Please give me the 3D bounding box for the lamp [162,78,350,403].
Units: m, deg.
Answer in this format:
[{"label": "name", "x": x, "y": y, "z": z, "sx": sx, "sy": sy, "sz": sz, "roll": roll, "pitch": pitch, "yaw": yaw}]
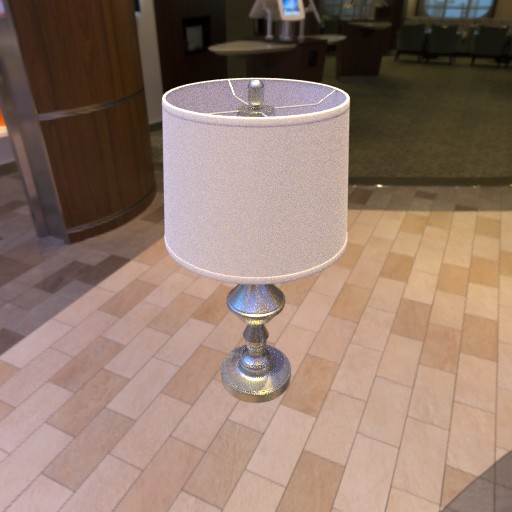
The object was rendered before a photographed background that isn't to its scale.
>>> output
[{"label": "lamp", "x": 0.000, "y": 0.000, "z": 0.974, "sx": 0.383, "sy": 0.733, "sz": 0.383, "roll": 0, "pitch": 31, "yaw": 0}]
